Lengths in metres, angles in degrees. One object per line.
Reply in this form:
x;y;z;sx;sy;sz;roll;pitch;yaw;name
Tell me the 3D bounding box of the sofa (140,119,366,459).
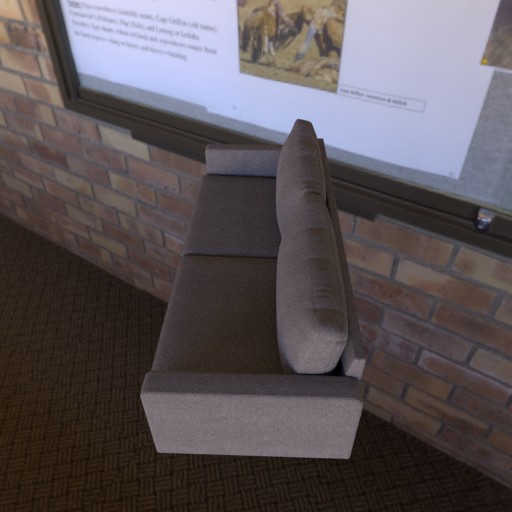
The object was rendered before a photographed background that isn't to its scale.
0.000;0.000;2.559;0.880;0.880;2.100;1;40;1;sofa
